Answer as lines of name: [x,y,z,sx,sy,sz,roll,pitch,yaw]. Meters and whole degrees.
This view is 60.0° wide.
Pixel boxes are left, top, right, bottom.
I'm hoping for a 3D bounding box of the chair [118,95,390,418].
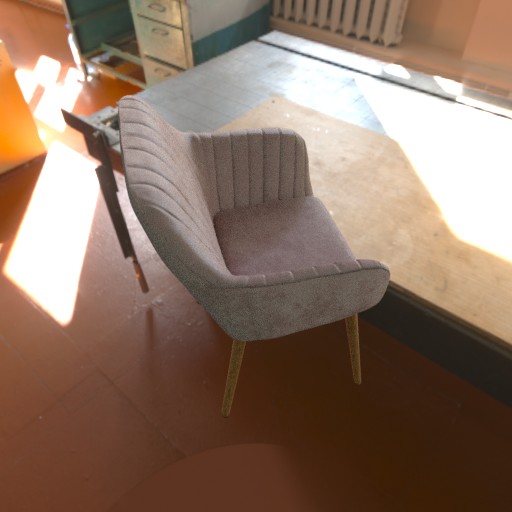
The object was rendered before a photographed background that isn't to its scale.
chair: [0.000,0.000,1.226,0.570,0.832,0.610,-11,46,-11]
